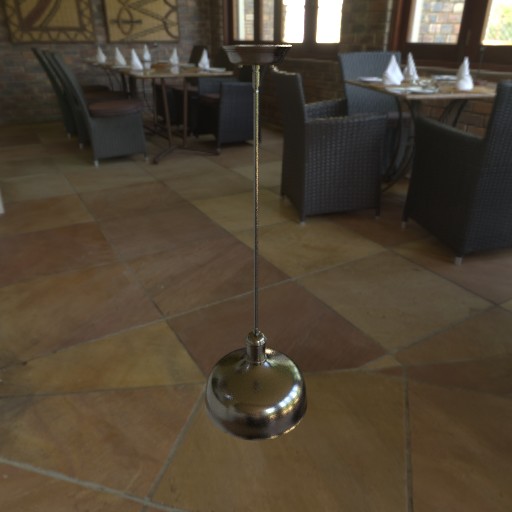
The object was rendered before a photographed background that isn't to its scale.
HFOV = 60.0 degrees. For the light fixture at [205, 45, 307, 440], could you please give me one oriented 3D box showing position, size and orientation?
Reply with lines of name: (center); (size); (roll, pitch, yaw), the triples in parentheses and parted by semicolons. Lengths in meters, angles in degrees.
light fixture: (0.000, 0.000, 1.090); (0.299, 0.935, 0.299); (8, 28, 17)
